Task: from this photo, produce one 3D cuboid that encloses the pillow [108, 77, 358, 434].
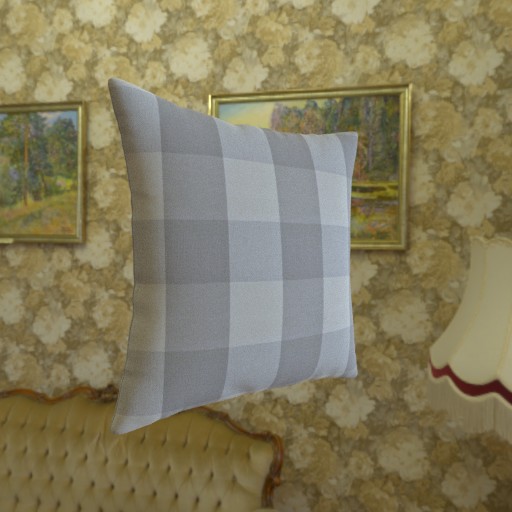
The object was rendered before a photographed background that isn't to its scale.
[{"bbox_3d":[0.000,0.000,0.776,0.511,0.509,0.161,0,1,-35],"label":"pillow"}]
